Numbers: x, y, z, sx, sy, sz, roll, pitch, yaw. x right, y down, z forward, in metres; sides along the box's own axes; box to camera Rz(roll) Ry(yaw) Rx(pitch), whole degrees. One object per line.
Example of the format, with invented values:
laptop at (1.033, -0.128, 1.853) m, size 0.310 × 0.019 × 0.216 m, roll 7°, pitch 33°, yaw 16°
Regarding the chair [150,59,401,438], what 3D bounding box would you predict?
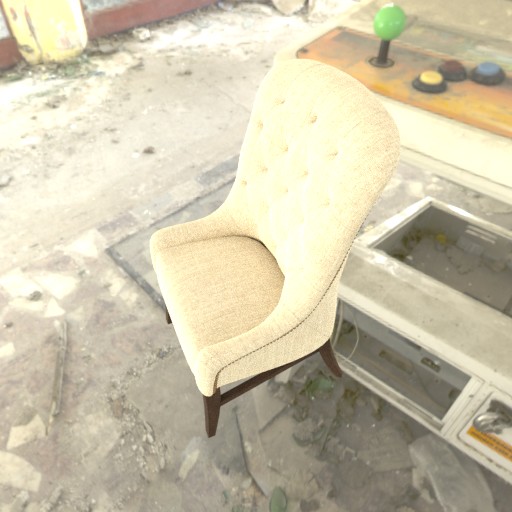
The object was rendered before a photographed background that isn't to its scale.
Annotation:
chair at (0.000, 0.000, 1.478) m, size 0.629 × 1.091 × 0.634 m, roll -17°, pitch 48°, yaw -16°
